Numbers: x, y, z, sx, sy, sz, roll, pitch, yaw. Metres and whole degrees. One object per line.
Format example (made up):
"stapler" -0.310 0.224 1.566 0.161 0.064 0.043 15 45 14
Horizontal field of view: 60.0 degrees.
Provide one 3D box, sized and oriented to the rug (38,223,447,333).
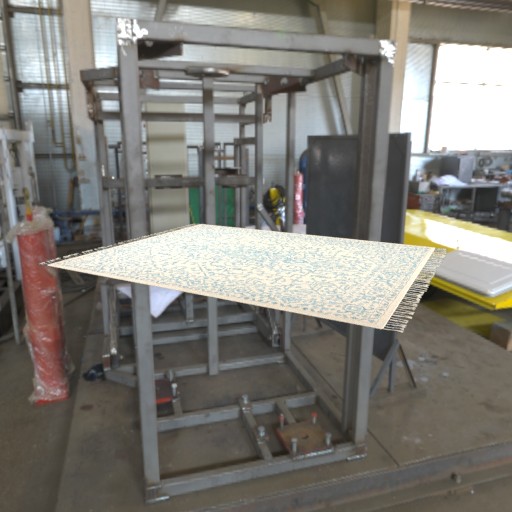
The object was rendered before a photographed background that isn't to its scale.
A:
"rug" 0.000 0.000 4.408 3.327 0.010 2.464 8 16 27
